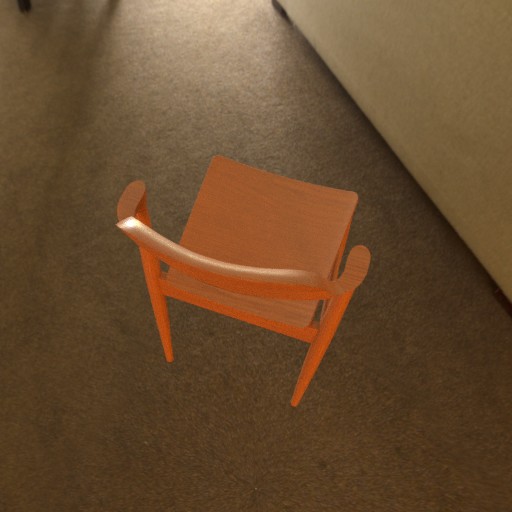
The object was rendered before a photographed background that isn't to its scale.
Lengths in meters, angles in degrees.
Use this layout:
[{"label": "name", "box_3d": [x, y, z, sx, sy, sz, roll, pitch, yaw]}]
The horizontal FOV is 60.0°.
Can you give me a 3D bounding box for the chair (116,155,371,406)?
[{"label": "chair", "box_3d": [0.000, 0.000, 1.127, 0.496, 0.801, 0.499, 17, 64, 9]}]
